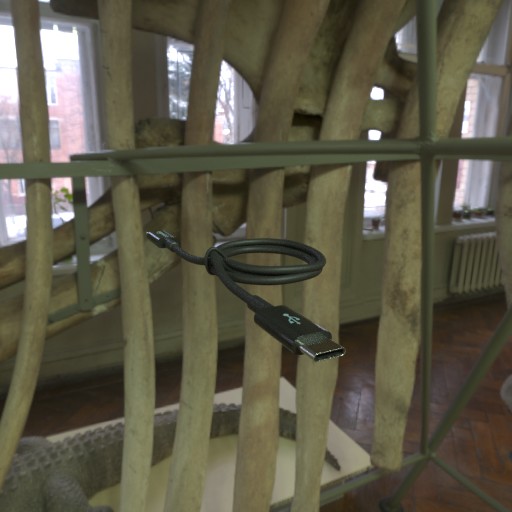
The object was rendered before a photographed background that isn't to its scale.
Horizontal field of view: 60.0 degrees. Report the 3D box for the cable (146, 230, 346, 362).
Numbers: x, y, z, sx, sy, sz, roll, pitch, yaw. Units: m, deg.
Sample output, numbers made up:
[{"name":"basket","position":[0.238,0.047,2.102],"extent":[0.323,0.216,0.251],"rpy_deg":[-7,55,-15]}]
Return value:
[{"name":"cable","position":[0.000,0.000,0.225],"extent":[0.070,0.014,0.203],"rpy_deg":[-7,15,-26]}]
